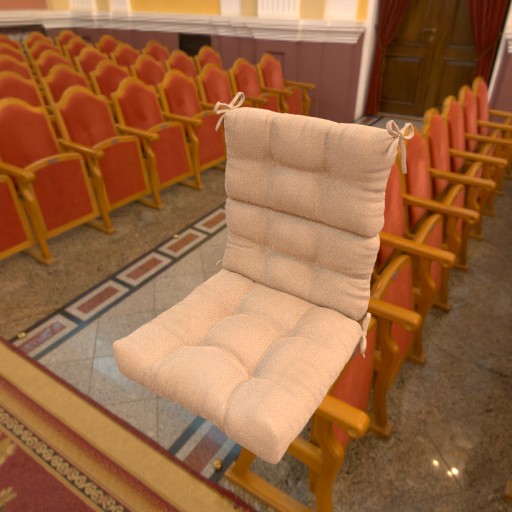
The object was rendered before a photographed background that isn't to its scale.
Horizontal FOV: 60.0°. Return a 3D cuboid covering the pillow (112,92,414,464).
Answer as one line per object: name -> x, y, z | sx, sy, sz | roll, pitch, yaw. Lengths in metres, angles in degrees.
pillow -> 0.000, 0.000, 1.041 | 0.519, 0.605, 0.571 | 19, 36, 29
